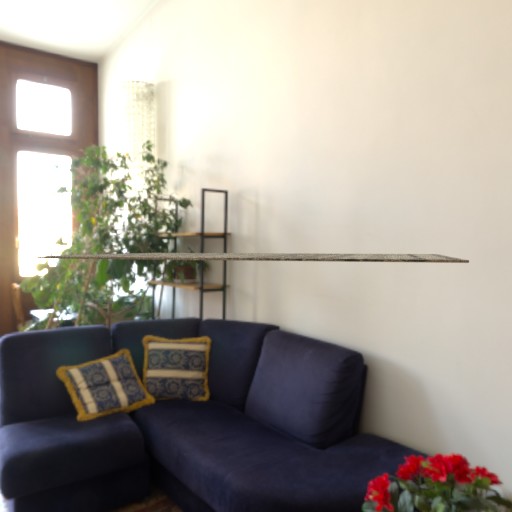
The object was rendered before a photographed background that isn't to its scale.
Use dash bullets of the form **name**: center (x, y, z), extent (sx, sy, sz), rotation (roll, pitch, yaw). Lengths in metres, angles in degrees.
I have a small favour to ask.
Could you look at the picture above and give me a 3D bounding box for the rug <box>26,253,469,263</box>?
- **rug**: center (0.000, 0.000, 4.742), extent (3.824, 0.019, 2.393), rotation (0, 1, 18)
